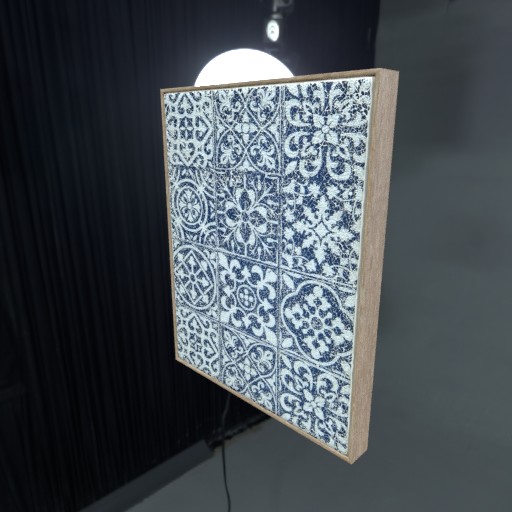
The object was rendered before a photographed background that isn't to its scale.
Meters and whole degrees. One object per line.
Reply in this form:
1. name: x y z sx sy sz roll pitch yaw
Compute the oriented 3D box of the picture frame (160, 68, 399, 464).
1. picture frame: 0.000 0.000 0.718 0.424 0.526 0.043 15 22 42
